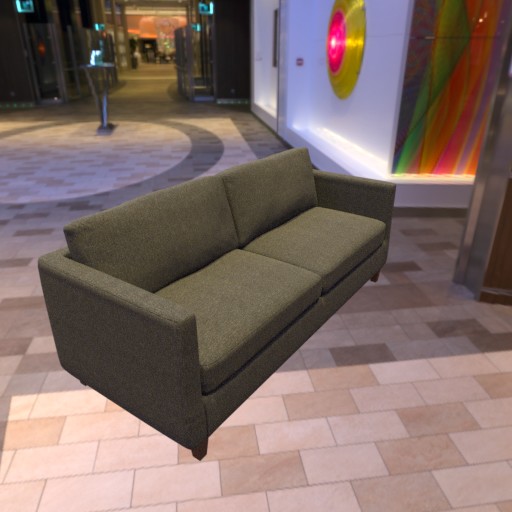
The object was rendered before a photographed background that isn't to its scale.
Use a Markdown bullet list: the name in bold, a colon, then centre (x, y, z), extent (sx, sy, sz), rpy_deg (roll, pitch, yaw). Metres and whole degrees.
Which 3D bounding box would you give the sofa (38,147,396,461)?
- **sofa**: centre (0.000, 0.000, 2.693), extent (0.948, 0.965, 2.208), rpy_deg (17, 30, 32)
